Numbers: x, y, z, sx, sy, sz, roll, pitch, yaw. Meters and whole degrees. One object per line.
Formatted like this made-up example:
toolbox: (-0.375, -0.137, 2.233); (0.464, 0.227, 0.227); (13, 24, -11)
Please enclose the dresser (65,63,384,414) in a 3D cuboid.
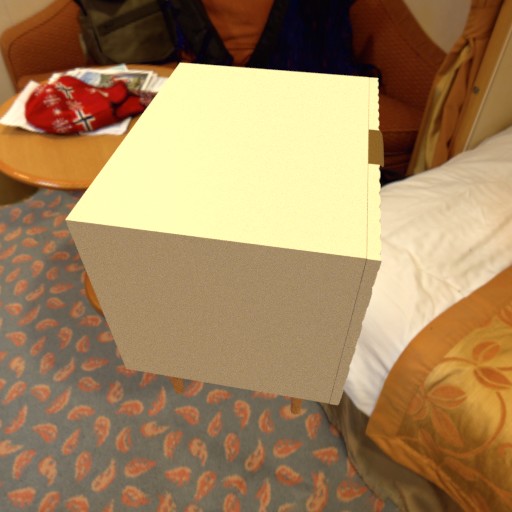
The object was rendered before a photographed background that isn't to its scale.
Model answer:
dresser: (0.000, 0.000, 0.927); (0.414, 0.568, 0.503); (8, 46, 7)
